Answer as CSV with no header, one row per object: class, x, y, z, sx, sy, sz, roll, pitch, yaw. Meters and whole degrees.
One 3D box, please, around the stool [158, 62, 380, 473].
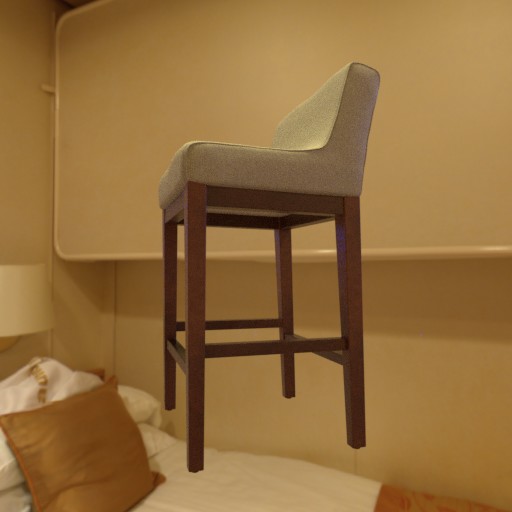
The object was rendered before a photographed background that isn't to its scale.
stool,0.000,0.000,1.235,0.500,0.937,0.511,0,-1,-18
